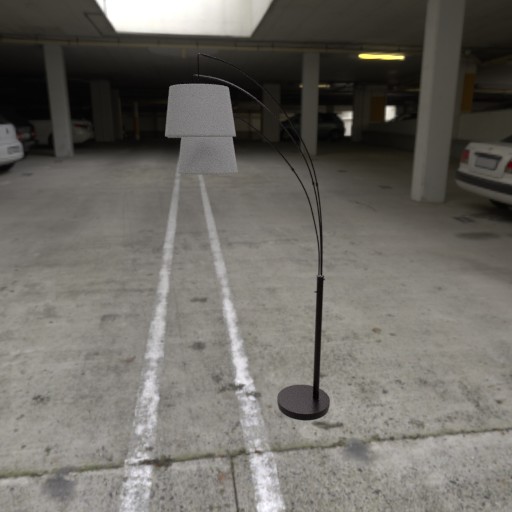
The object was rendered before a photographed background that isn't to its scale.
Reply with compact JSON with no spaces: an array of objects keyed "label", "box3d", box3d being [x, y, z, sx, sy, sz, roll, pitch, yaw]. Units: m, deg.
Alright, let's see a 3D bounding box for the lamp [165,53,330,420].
[{"label":"lamp","box3d":[0.000,0.000,2.458,0.924,1.950,0.951,-2,15,-9]}]
